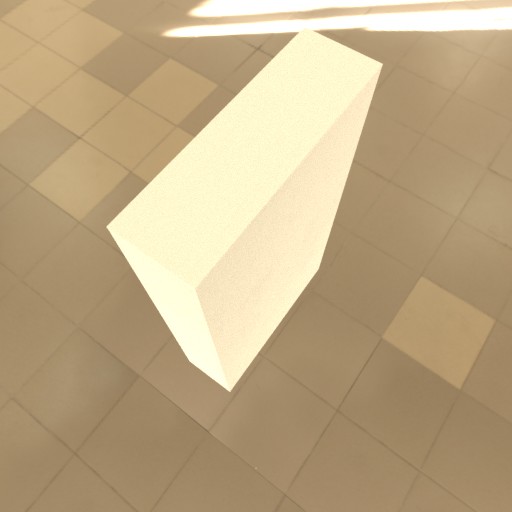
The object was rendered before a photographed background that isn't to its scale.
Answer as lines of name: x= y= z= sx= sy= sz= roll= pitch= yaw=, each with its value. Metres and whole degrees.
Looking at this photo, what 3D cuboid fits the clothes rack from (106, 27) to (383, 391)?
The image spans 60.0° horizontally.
clothes rack: x=0.000 y=0.000 z=1.596 sx=0.250 sy=1.280 sz=0.750 roll=33 pitch=69 yaw=15
